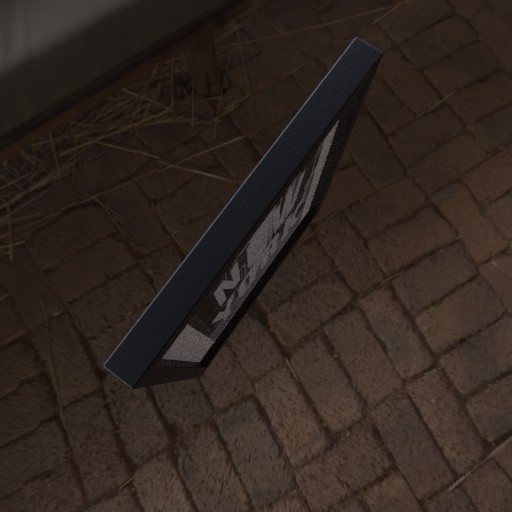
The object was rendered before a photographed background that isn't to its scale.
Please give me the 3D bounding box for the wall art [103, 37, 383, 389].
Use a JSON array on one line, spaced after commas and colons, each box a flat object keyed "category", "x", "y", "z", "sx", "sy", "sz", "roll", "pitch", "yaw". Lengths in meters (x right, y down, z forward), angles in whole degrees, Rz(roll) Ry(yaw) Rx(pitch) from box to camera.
[{"category": "wall art", "x": 0.000, "y": 0.000, "z": 0.521, "sx": 0.028, "sy": 0.381, "sz": 0.328, "roll": 35, "pitch": 78, "yaw": 8}]
